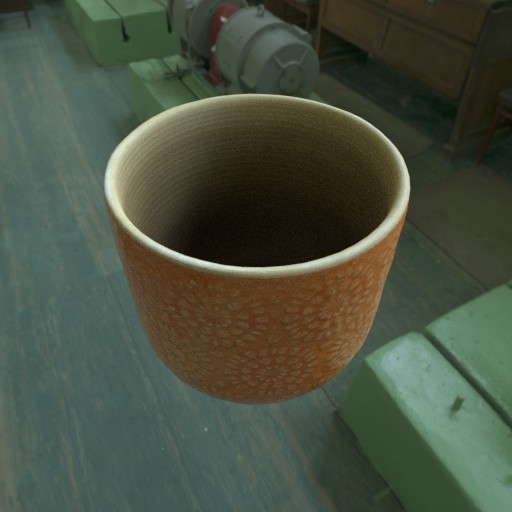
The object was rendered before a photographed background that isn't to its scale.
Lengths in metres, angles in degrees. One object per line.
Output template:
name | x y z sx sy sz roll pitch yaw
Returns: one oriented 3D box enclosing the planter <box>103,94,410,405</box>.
planter | 0.000 0.000 0.290 0.170 0.152 0.170 0 45 0
